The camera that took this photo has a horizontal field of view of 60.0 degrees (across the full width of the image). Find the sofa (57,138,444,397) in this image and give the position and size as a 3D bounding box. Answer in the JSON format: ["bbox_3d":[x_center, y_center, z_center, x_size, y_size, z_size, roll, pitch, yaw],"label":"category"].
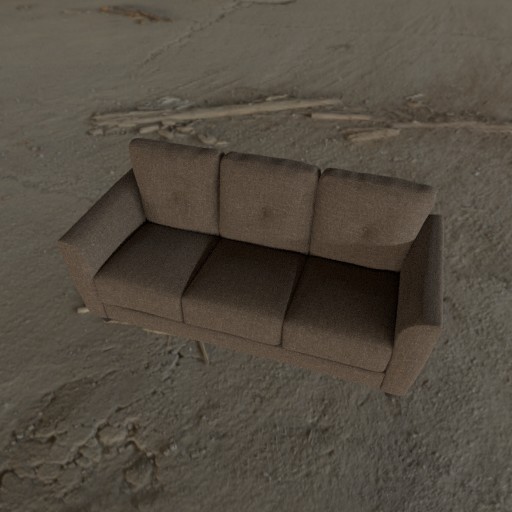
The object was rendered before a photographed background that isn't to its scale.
[{"bbox_3d":[0.000,0.000,2.401,1.847,0.891,0.837,12,43,13],"label":"sofa"}]
